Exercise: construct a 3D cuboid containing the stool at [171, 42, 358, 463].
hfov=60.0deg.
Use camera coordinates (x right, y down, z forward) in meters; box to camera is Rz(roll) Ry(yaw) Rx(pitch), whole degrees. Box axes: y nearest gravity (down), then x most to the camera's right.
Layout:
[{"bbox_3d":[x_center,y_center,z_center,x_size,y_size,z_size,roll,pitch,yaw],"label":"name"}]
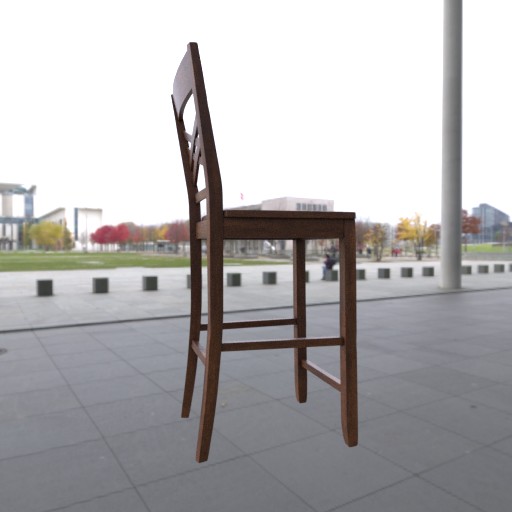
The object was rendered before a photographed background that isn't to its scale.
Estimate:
[{"bbox_3d":[0.000,0.000,1.398,0.504,1.098,0.426,0,1,-17],"label":"stool"}]
